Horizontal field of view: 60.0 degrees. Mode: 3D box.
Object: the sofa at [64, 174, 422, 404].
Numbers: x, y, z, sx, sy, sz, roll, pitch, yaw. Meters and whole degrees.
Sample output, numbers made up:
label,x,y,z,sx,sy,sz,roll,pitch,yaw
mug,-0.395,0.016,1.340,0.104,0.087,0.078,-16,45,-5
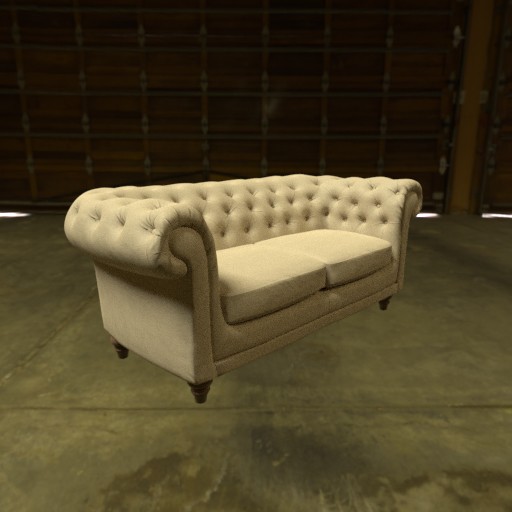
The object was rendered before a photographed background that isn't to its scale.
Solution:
label,x,y,z,sx,sy,sz,roll,pitch,yaw
sofa,0.000,0.000,2.525,1.069,0.835,1.988,13,19,43
